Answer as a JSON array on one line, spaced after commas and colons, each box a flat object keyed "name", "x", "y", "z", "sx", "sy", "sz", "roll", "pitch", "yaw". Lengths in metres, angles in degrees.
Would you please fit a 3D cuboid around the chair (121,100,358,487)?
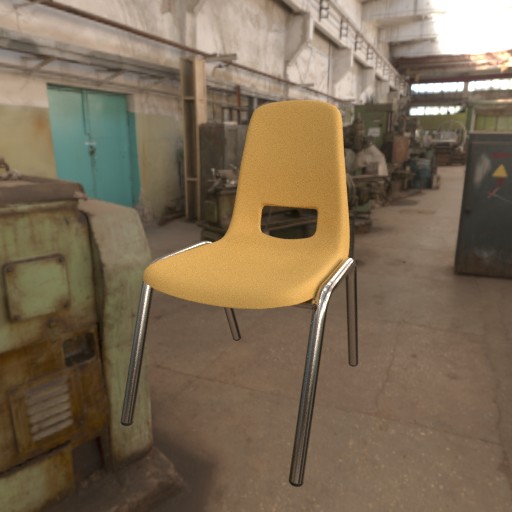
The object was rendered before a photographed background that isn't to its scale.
[{"name": "chair", "x": 0.000, "y": 0.000, "z": 0.844, "sx": 0.354, "sy": 0.586, "sz": 0.423, "roll": 7, "pitch": 17, "yaw": 25}]
